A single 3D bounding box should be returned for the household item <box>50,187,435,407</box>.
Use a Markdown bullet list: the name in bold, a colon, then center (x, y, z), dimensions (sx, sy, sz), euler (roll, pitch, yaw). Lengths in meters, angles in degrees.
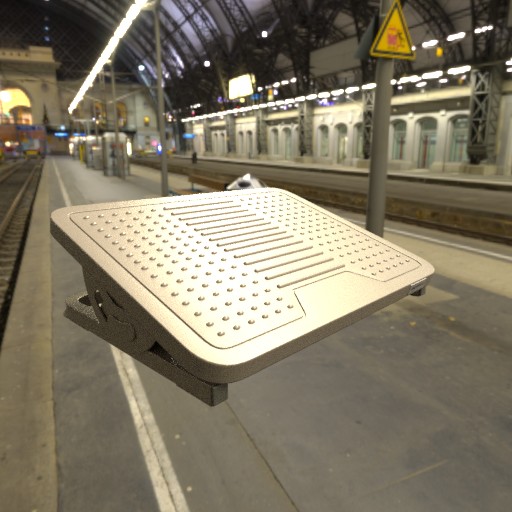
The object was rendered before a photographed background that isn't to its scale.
- **household item**: center (0.000, 0.000, 0.538), dimensions (0.301, 0.126, 0.390), euler (13, 19, 43)
